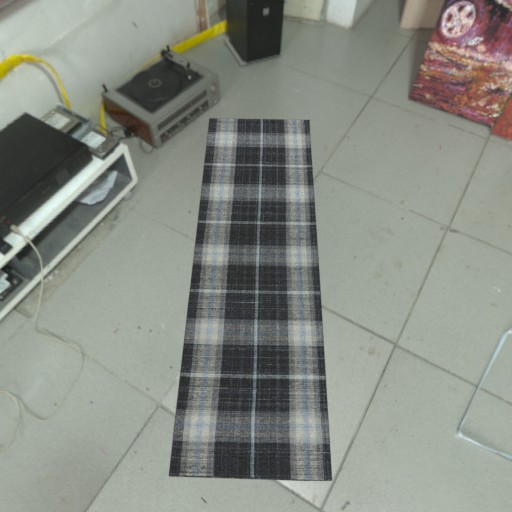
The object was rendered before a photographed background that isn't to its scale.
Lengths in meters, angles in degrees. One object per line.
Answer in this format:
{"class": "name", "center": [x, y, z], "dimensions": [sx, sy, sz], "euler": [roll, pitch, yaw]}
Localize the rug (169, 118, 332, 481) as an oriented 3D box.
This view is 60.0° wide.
{"class": "rug", "center": [0.000, 0.000, 2.691], "dimensions": [0.760, 0.012, 2.434], "euler": [1, 58, 1]}
